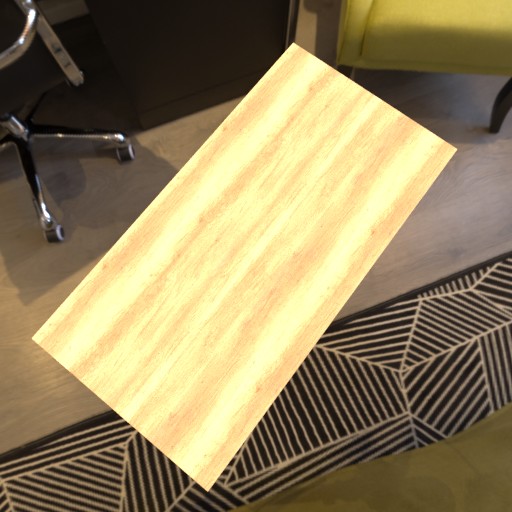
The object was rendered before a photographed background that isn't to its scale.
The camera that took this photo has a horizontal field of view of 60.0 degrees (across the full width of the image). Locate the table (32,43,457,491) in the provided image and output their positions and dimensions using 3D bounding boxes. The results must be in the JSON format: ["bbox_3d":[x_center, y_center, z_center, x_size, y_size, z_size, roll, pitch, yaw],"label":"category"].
[{"bbox_3d":[0.000,0.000,1.663,0.700,0.460,1.350,37,79,9],"label":"table"}]
